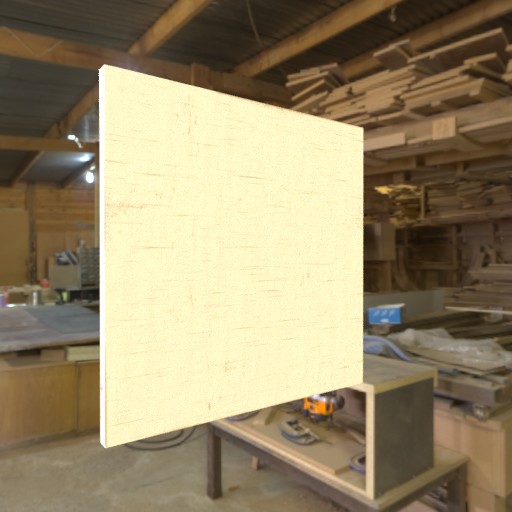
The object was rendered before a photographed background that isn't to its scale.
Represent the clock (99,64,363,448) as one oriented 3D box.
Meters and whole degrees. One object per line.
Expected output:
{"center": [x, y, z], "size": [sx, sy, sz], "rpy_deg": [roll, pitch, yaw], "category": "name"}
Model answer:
{"center": [0.000, 0.000, 1.031], "size": [0.705, 0.705, 0.032], "rpy_deg": [0, 0, -36], "category": "clock"}
